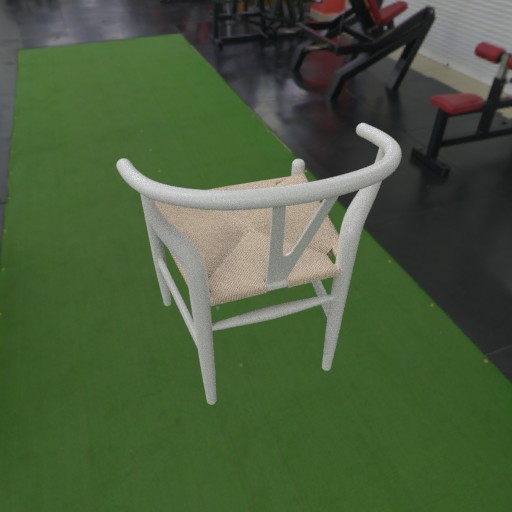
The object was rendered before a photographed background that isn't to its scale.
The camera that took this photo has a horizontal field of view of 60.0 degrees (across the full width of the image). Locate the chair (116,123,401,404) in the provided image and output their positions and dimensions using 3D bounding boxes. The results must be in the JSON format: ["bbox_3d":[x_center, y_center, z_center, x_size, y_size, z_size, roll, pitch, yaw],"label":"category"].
[{"bbox_3d":[0.000,0.000,1.119,0.569,0.730,0.579,-12,42,-14],"label":"chair"}]
